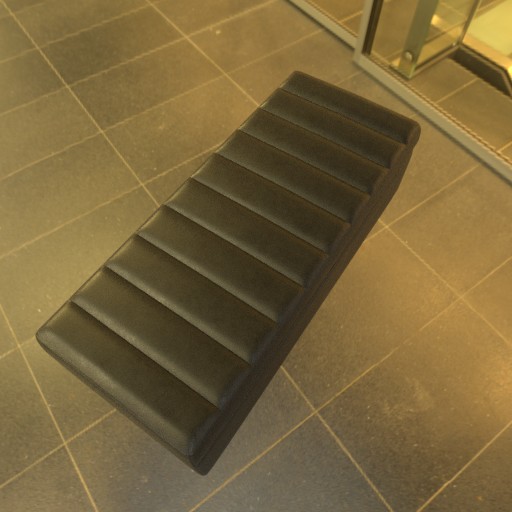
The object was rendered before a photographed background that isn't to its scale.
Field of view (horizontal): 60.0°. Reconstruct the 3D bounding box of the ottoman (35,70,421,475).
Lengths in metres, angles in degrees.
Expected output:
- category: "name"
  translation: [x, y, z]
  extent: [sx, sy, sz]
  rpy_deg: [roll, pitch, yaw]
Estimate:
- category: "ottoman"
  translation: [0.000, 0.000, 1.361]
  extent: [0.482, 0.469, 1.151]
  rpy_deg: [31, 64, 17]
